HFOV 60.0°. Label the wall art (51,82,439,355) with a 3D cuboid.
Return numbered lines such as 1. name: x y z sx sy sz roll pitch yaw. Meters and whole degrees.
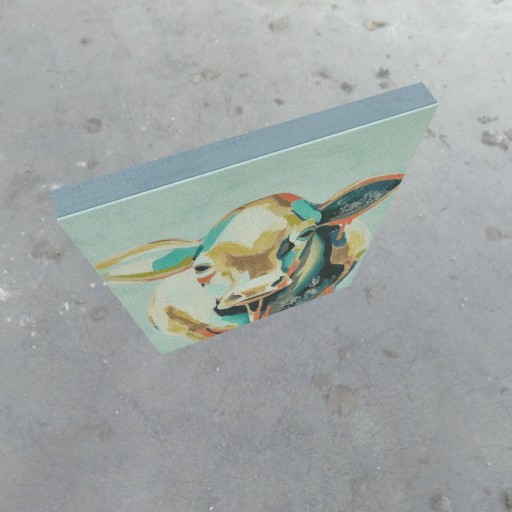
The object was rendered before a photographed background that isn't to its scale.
1. wall art: 0.000 0.000 0.679 0.409 0.509 0.037 -19 65 -9
